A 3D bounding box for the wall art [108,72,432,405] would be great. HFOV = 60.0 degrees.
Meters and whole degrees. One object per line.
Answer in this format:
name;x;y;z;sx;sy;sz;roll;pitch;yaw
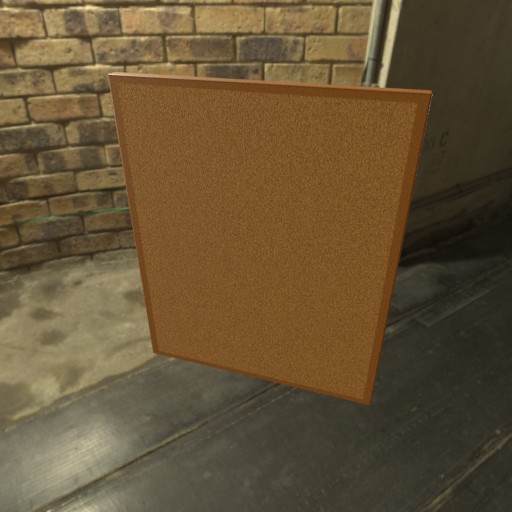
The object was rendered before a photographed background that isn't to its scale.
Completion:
wall art;0.000;0.000;0.509;0.310;0.379;0.015;9;33;15
